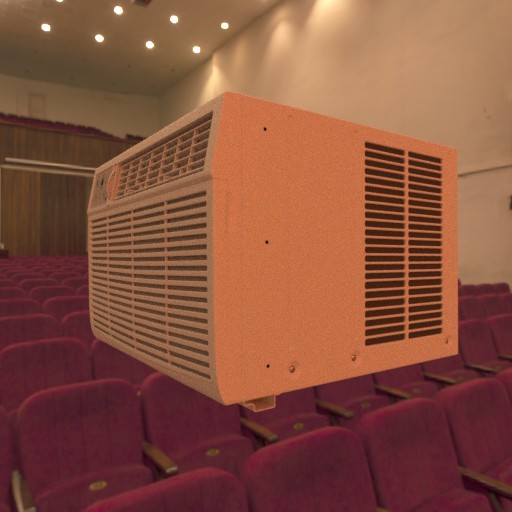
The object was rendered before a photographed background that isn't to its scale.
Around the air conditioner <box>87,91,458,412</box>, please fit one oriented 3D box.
[{"bbox_3d":[0.000,0.000,1.029,0.599,0.455,0.645,0,0,-35],"label":"air conditioner"}]
